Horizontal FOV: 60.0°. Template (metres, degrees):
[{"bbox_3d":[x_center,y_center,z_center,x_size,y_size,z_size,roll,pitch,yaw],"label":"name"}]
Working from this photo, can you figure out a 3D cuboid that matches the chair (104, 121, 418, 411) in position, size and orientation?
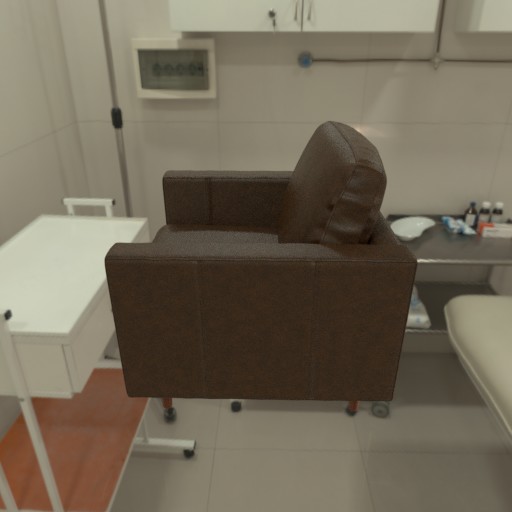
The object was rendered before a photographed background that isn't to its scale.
[{"bbox_3d":[0.000,0.000,1.707,0.909,0.956,0.890,1,27,1],"label":"chair"}]
